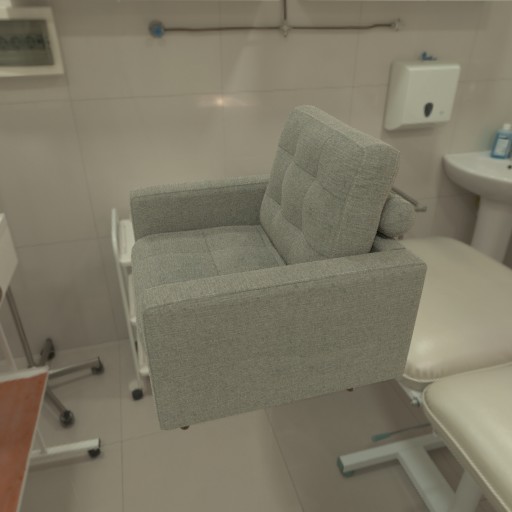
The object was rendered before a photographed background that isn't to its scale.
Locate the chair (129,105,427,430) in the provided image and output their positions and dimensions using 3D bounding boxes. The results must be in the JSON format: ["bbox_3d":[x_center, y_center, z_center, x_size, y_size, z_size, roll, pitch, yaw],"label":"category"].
[{"bbox_3d":[0.000,0.000,1.533,0.843,0.880,0.821,-8,31,-14],"label":"chair"}]
